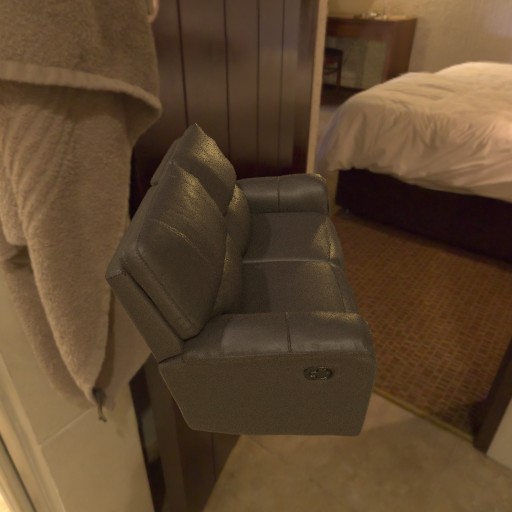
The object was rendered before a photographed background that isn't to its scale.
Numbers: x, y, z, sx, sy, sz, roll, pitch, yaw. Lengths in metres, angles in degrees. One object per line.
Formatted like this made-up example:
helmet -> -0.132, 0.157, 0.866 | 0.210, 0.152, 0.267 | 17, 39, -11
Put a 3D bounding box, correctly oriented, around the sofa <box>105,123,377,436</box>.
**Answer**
sofa -> 0.000, 0.000, 2.495 | 1.104, 1.111, 1.765 | 1, 32, 1
